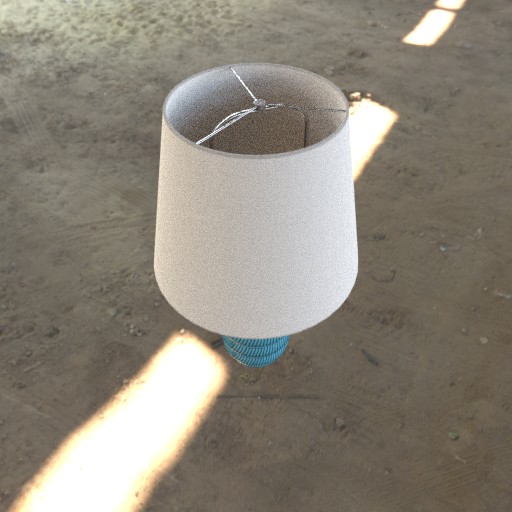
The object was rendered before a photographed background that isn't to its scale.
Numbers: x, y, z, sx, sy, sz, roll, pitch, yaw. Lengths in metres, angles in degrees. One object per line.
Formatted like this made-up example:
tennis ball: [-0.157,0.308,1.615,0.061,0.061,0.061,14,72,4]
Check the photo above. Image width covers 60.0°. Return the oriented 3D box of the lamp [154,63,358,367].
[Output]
lamp: [0.000,0.000,0.786,0.355,0.582,0.355,0,47,0]
